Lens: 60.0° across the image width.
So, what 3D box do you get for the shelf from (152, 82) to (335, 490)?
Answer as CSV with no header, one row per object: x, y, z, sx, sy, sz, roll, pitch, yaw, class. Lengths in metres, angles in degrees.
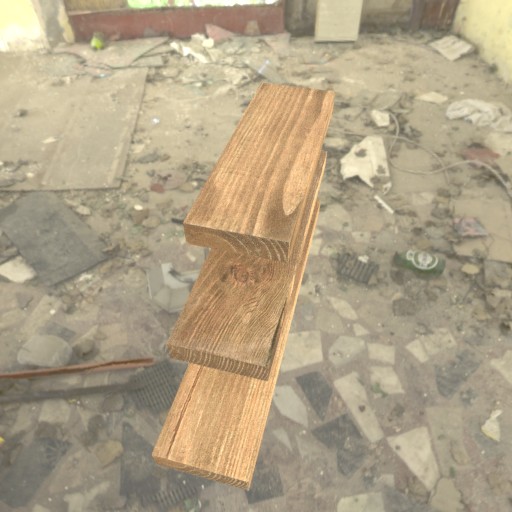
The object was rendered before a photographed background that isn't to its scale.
0.000,0.000,0.727,0.140,0.293,0.610,11,47,10,shelf
